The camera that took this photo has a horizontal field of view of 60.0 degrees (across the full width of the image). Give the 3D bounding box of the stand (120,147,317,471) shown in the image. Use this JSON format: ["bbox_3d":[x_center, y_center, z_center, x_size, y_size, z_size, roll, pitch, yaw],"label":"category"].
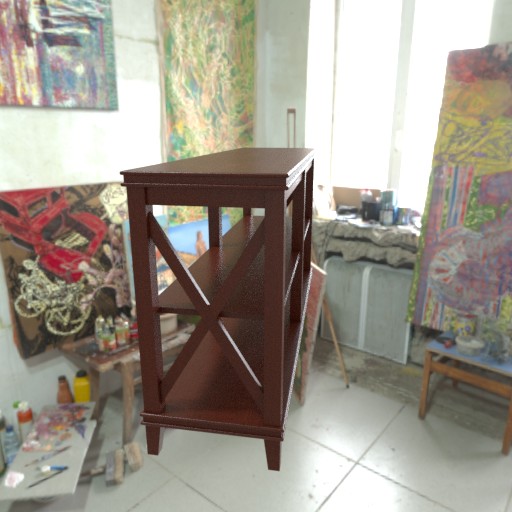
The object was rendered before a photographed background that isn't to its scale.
[{"bbox_3d":[0.000,0.000,1.714,0.381,0.762,1.372,3,16,10],"label":"stand"}]
